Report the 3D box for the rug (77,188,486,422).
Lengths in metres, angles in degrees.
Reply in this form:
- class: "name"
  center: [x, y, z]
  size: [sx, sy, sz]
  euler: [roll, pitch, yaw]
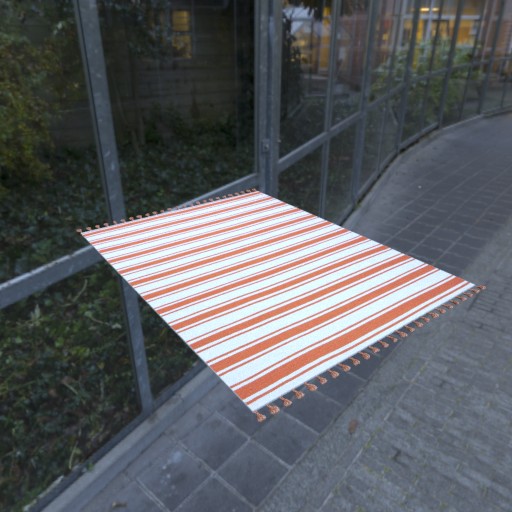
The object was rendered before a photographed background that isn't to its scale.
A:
- class: "rug"
  center: [0.000, 0.000, 4.352]
  size: [2.451, 0.035, 3.369]
  euler: [-18, 32, -32]
